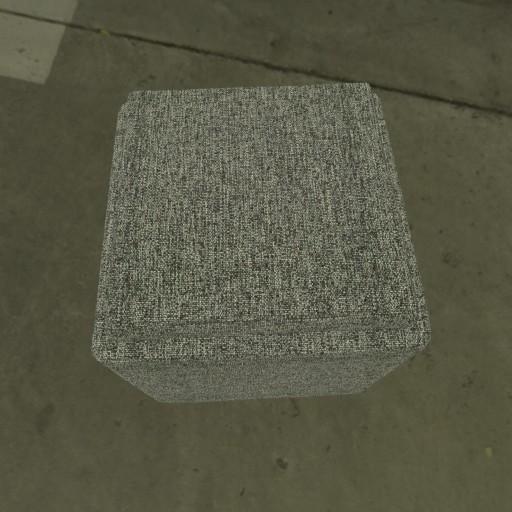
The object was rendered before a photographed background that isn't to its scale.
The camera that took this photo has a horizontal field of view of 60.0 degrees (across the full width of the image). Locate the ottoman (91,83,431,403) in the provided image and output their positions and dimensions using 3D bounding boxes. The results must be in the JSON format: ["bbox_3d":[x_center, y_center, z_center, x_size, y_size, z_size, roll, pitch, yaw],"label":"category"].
[{"bbox_3d":[0.000,0.000,0.814,0.450,0.463,0.450,-2,65,-1],"label":"ottoman"}]
